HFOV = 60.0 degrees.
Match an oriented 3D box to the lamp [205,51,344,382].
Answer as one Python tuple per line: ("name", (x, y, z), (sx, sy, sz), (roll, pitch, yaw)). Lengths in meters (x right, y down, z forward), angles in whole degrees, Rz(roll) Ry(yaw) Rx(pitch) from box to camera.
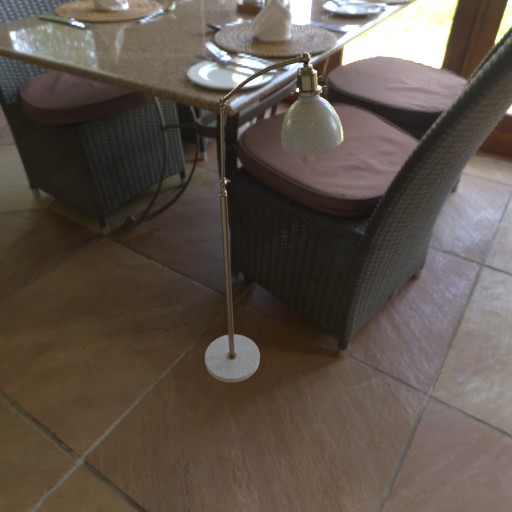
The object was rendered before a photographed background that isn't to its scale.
("lamp", (0.000, 0.000, 1.770), (0.599, 1.586, 0.288), (26, 46, 27))
